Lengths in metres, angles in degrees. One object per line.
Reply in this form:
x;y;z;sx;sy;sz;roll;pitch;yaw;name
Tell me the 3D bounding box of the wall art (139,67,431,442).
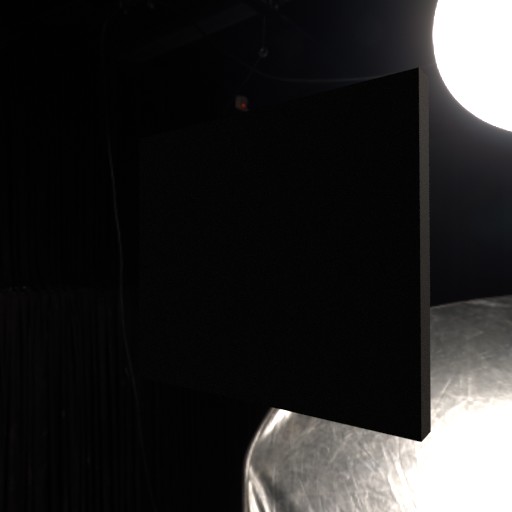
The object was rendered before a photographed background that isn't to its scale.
0.000;0.000;0.515;0.381;0.330;0.031;-1;-1;36;wall art
